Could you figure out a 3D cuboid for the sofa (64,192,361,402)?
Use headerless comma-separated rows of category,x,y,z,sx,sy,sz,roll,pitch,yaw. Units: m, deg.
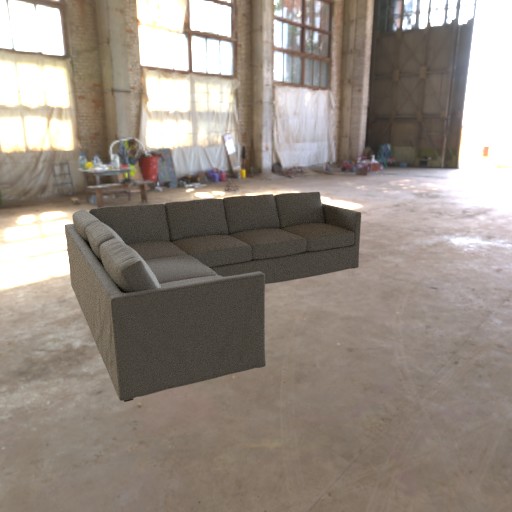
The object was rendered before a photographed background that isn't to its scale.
sofa,0.000,0.000,4.311,3.182,0.871,2.432,-8,18,-27
